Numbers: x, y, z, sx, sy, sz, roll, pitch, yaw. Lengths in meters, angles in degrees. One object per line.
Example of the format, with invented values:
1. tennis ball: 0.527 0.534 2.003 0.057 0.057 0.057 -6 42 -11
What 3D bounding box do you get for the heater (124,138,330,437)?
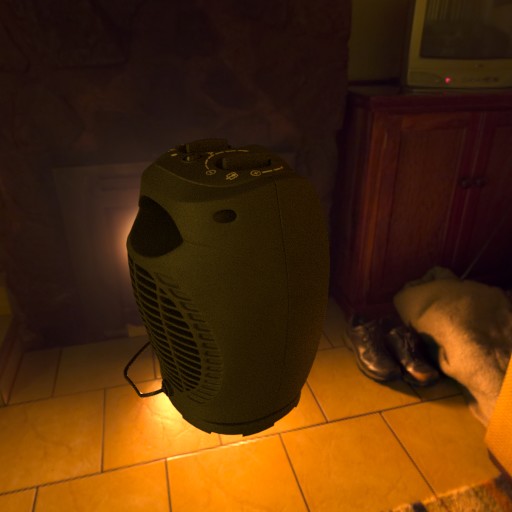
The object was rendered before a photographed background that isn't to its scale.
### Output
1. heater: 0.000 0.000 0.472 0.291 0.255 0.239 -17 31 -31
